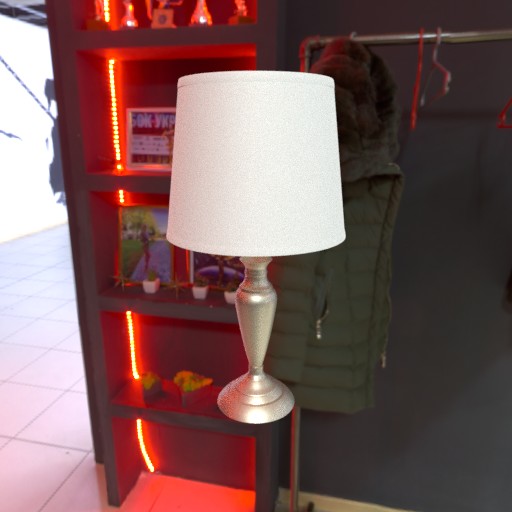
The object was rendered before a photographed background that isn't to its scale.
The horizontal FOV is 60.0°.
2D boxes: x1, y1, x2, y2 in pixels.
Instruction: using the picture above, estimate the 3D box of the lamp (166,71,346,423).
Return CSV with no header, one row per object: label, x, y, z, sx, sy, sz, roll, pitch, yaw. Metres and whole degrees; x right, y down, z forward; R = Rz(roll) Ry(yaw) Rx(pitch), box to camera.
lamp,0.000,0.000,0.839,0.328,0.619,0.328,0,15,0
